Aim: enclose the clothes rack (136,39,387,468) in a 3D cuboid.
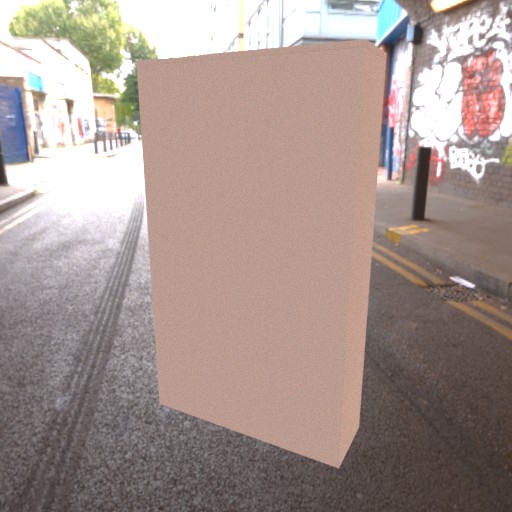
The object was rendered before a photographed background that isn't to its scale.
[{"bbox_3d":[0.000,0.000,1.549,0.750,1.280,0.250,8,18,27],"label":"clothes rack"}]
